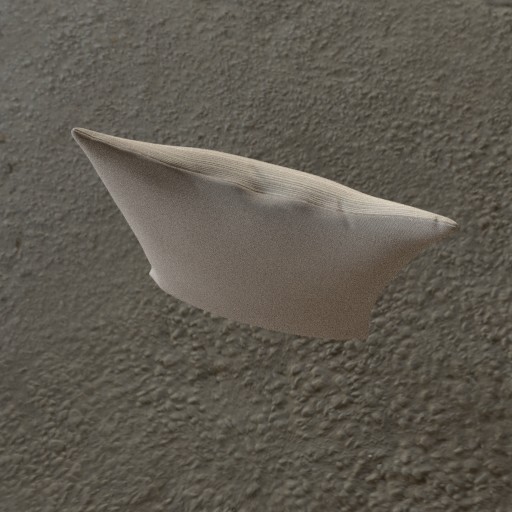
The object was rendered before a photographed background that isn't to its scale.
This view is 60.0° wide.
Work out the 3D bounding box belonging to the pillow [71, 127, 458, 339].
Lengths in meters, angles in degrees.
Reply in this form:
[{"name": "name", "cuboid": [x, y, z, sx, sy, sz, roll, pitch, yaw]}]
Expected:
[{"name": "pillow", "cuboid": [0.000, 0.000, 0.779, 0.512, 0.497, 0.204, 16, 66, 7]}]
